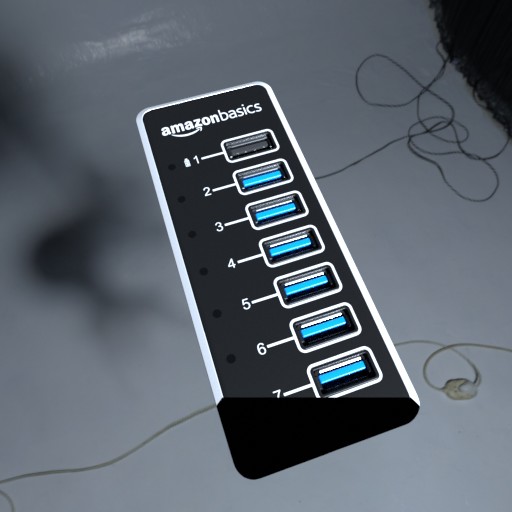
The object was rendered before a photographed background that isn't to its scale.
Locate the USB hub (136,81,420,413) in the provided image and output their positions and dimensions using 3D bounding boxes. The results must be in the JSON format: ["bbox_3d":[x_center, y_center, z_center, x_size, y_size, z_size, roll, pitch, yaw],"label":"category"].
[{"bbox_3d":[0.000,0.000,0.128,0.044,0.023,0.110,-17,65,-8],"label":"USB hub"}]
